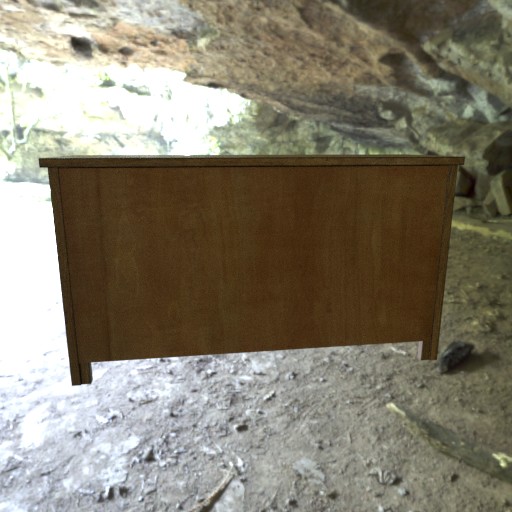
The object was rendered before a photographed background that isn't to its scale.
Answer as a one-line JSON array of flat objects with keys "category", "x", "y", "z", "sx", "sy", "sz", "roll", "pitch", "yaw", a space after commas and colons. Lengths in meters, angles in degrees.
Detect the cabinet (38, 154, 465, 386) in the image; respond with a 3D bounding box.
[{"category": "cabinet", "x": 0.000, "y": 0.000, "z": 1.844, "sx": 1.474, "sy": 0.813, "sz": 0.480, "roll": -2, "pitch": 14, "yaw": -8}]
